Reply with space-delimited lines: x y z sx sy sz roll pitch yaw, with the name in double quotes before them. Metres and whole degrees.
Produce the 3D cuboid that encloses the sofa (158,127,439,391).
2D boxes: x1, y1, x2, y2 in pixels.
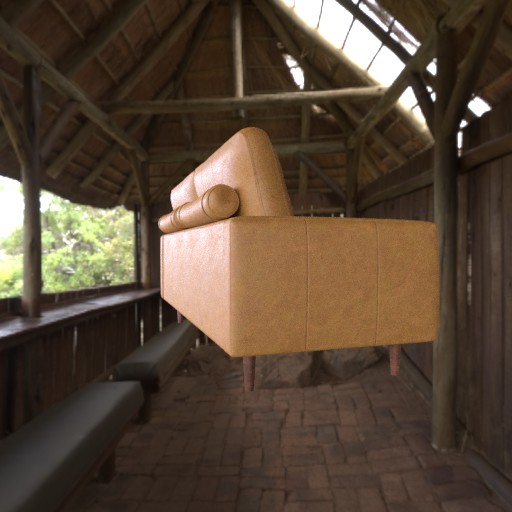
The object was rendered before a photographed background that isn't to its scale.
"sofa" 0.000 0.000 2.309 0.850 0.898 1.821 0 1 -19
